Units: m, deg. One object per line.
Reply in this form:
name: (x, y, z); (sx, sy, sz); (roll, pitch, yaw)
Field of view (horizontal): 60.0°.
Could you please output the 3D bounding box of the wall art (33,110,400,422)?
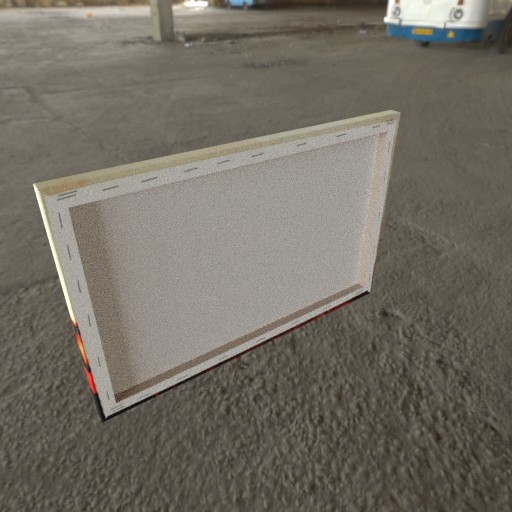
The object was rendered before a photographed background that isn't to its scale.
wall art: (0.000, 0.000, 1.137); (0.918, 0.602, 0.038); (-20, 37, -29)
